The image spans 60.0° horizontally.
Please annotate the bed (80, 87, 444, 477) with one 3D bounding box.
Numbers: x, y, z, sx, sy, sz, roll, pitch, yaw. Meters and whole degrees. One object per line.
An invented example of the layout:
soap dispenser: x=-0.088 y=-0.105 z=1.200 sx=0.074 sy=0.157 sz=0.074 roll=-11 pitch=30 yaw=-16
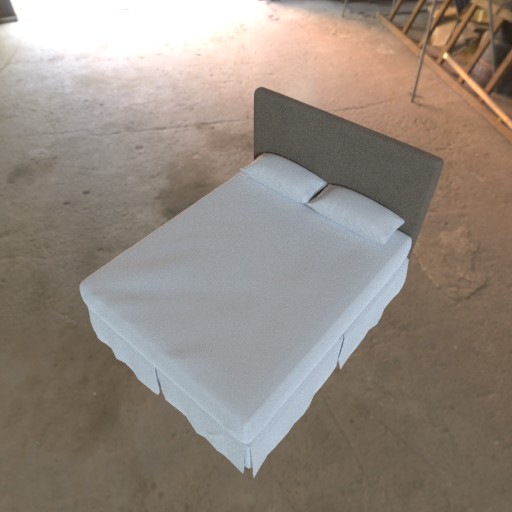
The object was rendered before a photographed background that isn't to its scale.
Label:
bed: x=0.000 y=0.000 z=3.270 sx=1.723 sy=1.330 sz=2.142 roll=32 pitch=55 yaw=26
